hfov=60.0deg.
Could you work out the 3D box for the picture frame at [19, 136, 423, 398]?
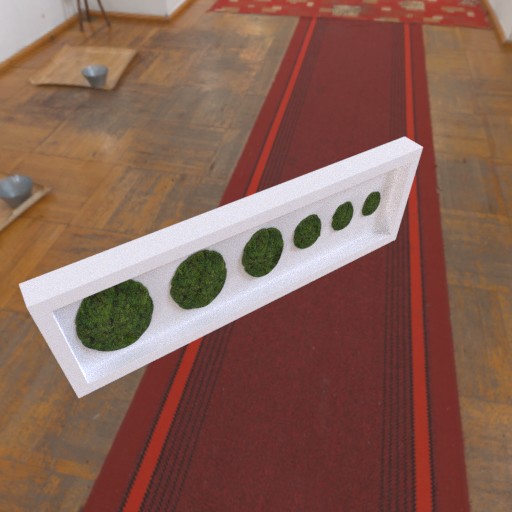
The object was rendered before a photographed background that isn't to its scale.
[{"bbox_3d":[0.000,0.000,0.841,0.759,0.250,0.050,-24,49,-23],"label":"picture frame"}]
